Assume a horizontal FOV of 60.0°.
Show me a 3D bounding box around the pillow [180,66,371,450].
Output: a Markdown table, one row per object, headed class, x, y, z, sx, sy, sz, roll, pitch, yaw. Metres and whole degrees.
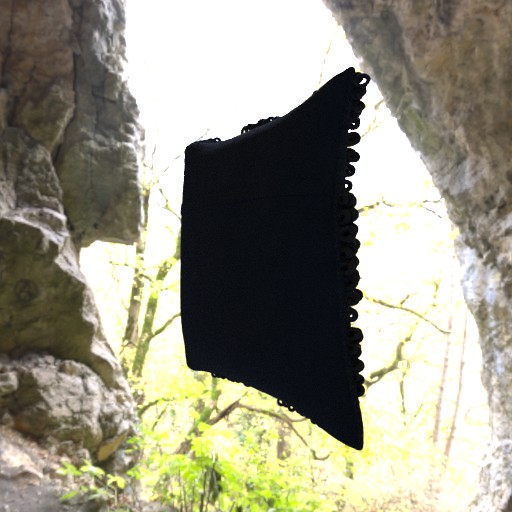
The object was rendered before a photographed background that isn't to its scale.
| class | x | y | z | sx | sy | sz | roll | pitch | yaw |
| --- | --- | --- | --- | --- | --- | --- | --- | --- | --- |
| pillow | 0.000 | 0.000 | 0.725 | 0.172 | 0.466 | 0.469 | 0 | 0 | -35 |
